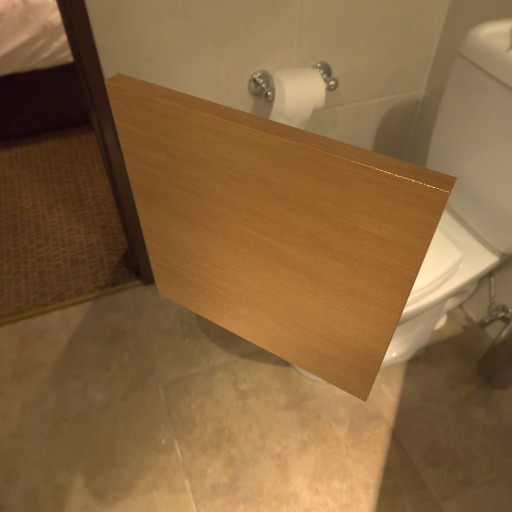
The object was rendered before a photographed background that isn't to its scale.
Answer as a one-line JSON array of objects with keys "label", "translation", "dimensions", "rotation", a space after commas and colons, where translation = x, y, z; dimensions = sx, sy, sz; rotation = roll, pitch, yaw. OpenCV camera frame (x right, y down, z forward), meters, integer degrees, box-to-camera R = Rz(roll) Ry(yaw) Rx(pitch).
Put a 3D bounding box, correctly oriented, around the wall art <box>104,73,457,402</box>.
[{"label": "wall art", "translation": [0.000, 0.000, 0.453], "dimensions": [0.302, 0.302, 0.019], "rotation": [24, 51, 21]}]
